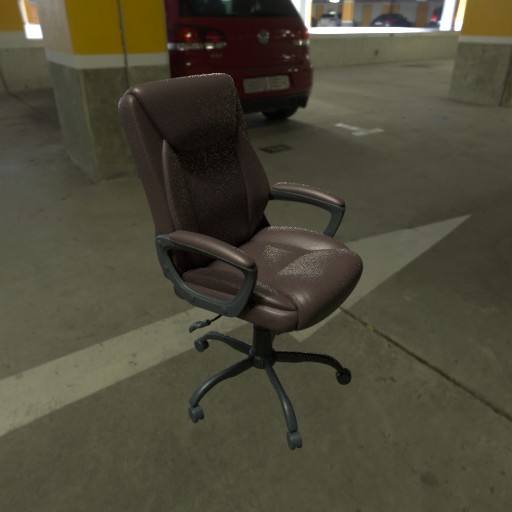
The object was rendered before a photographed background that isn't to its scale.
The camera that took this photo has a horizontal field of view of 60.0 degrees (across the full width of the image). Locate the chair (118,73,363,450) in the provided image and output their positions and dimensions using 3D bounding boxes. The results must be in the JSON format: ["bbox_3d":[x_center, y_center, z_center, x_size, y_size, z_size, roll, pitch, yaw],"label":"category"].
[{"bbox_3d":[0.000,0.000,1.465,0.655,1.072,0.615,19,33,31],"label":"chair"}]
